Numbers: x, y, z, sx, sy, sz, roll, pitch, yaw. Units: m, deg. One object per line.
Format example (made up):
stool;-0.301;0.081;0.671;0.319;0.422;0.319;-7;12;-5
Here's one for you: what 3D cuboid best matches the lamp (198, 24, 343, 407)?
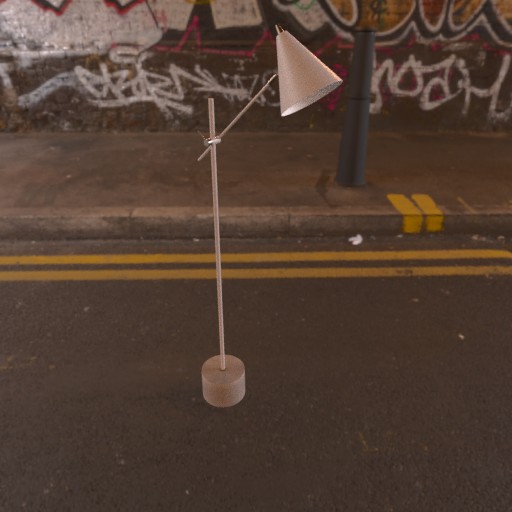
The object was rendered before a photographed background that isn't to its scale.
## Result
lamp;0.000;0.000;1.541;0.508;1.430;0.223;19;34;32
